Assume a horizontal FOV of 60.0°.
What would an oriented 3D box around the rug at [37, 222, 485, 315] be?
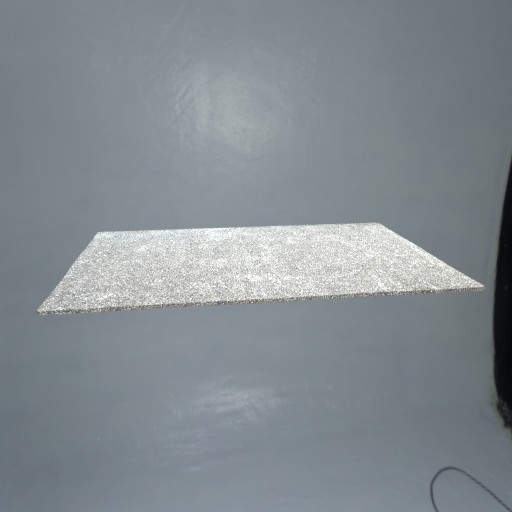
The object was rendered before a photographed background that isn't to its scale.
[{"bbox_3d":[0.000,0.000,2.993,2.350,0.025,1.502,-2,18,-7],"label":"rug"}]
